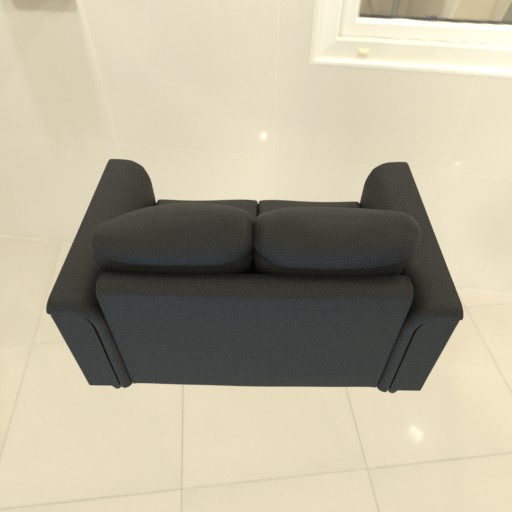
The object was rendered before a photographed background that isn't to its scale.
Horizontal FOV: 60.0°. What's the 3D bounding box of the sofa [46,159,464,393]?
[{"bbox_3d":[0.000,0.000,1.894,1.386,0.845,0.887,1,46,1],"label":"sofa"}]
